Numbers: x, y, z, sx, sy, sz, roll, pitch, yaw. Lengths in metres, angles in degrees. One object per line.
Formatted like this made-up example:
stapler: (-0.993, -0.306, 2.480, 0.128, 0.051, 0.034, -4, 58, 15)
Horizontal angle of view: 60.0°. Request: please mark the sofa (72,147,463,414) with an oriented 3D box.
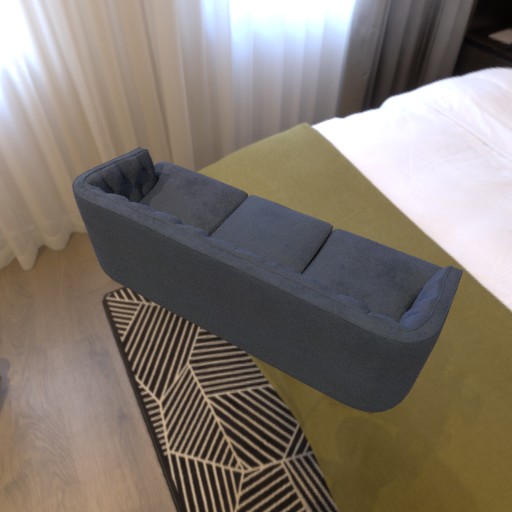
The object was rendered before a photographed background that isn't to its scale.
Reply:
sofa: (0.000, 0.000, 2.761, 2.278, 0.855, 0.941, 24, 51, 21)
